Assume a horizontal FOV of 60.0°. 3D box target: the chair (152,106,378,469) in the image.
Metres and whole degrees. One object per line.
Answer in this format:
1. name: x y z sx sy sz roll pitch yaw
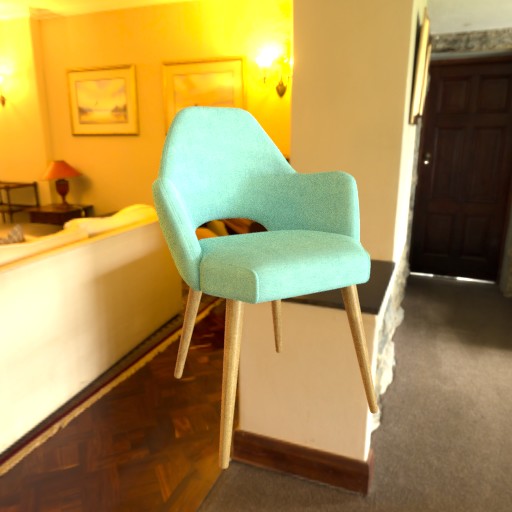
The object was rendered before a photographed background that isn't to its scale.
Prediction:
1. chair: 0.000 0.000 1.262 0.590 0.840 0.610 -8 16 -27
